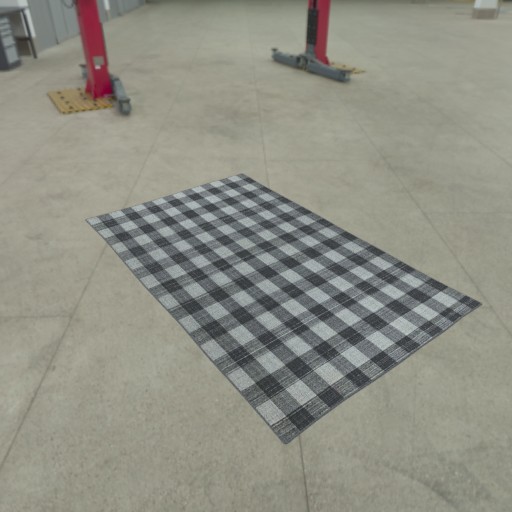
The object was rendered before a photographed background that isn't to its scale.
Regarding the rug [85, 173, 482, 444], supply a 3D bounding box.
[{"bbox_3d":[0.000,0.000,3.098,1.554,0.011,2.476,-23,40,-30],"label":"rug"}]
